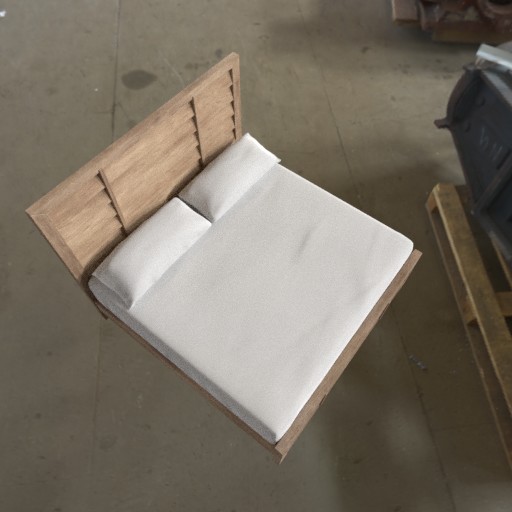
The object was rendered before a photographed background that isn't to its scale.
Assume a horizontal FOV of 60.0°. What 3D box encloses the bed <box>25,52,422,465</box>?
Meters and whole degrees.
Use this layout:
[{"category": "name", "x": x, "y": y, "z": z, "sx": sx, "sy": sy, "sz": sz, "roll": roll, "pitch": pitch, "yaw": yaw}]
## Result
[{"category": "bed", "x": 0.000, "y": 0.000, "z": 3.522, "sx": 2.062, "sy": 1.626, "sz": 2.032, "roll": 34, "pitch": 65, "yaw": 19}]
